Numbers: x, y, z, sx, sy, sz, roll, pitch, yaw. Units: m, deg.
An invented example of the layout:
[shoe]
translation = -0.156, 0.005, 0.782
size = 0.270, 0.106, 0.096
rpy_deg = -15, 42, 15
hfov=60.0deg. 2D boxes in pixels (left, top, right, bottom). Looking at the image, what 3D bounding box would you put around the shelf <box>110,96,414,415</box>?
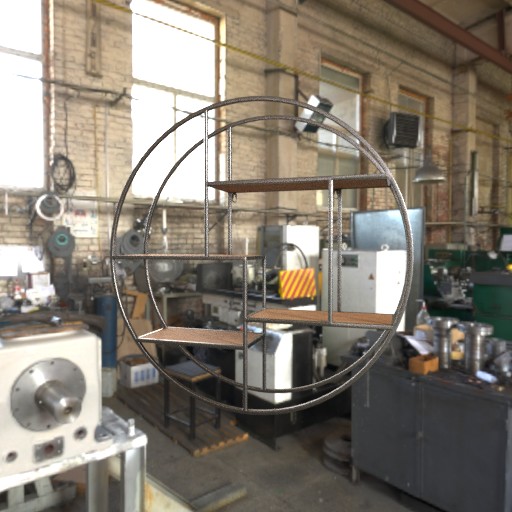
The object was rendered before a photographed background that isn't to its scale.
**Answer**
[shelf]
translation = 0.000, 0.000, 1.334
size = 0.888, 0.888, 0.202
rpy_deg = 0, 2, 18
